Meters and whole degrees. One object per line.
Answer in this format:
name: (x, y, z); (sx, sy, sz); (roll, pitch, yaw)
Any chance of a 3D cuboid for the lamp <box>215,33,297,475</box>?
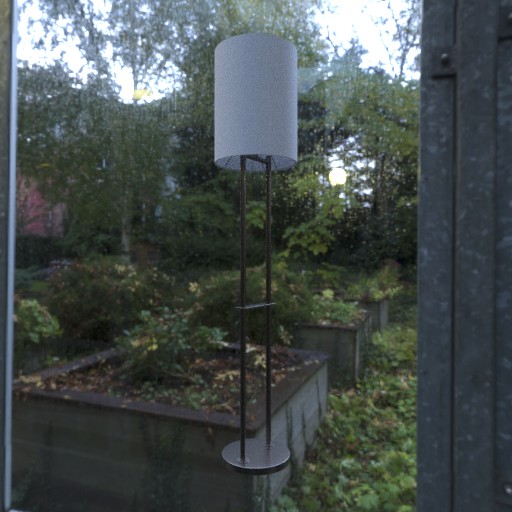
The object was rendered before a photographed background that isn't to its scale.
lamp: (0.000, 0.000, 1.640); (0.305, 1.500, 0.306); (0, 0, 34)
